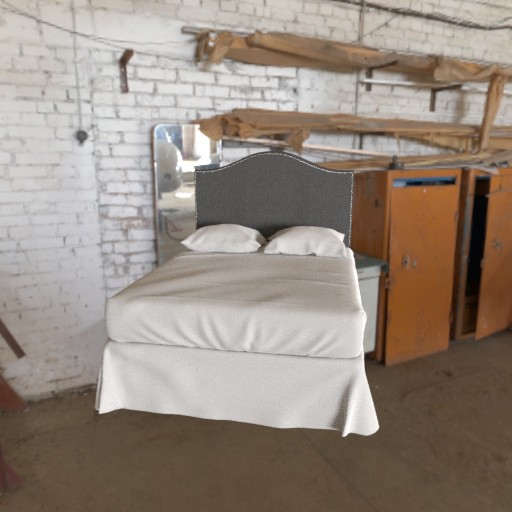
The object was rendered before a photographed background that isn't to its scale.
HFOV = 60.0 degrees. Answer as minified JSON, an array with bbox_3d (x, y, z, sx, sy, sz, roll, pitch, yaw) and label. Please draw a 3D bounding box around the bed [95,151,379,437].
[{"bbox_3d":[0.000,0.000,3.550,1.876,1.645,2.221,2,13,10],"label":"bed"}]
